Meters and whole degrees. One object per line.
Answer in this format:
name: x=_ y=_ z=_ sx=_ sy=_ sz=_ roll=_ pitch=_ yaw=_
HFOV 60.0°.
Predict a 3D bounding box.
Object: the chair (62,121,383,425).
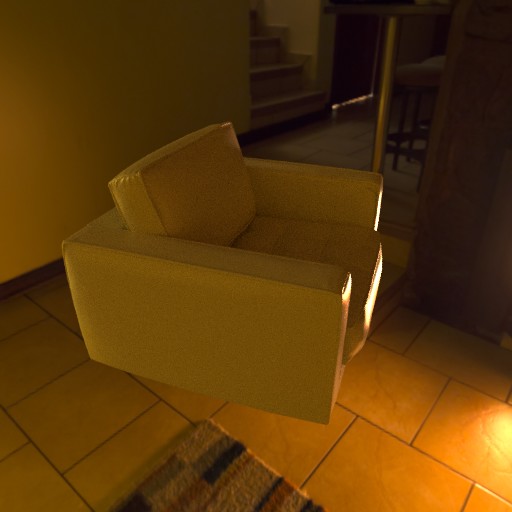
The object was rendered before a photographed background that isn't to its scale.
chair: x=0.000 y=0.000 z=1.548 sx=0.843 sy=0.773 sz=0.928 roll=10 pitch=31 yaw=17
